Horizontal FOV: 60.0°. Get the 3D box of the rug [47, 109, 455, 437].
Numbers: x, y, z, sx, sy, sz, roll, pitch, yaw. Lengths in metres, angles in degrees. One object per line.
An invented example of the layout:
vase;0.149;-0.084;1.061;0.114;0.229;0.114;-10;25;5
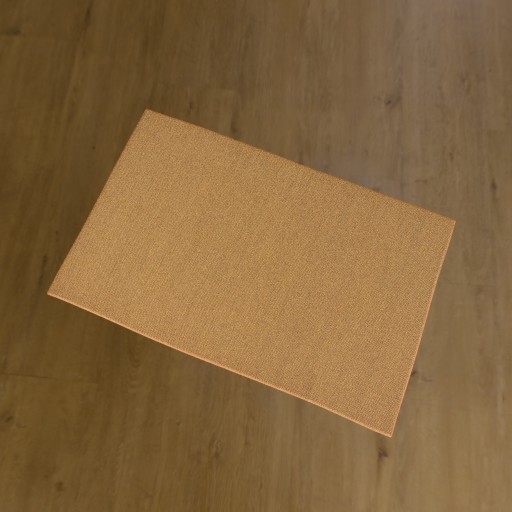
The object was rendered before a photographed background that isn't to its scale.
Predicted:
rug;0.000;0.000;2.114;1.678;0.013;1.078;21;75;6
